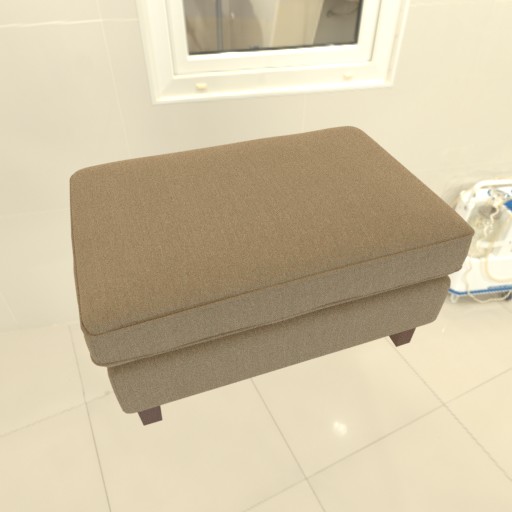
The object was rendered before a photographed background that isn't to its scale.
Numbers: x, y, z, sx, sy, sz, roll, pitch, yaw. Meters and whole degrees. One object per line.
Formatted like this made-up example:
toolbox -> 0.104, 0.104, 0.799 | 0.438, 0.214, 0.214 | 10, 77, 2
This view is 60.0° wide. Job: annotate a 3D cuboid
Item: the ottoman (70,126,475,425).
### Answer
ottoman -> 0.000, 0.000, 1.291 | 0.945, 0.521, 0.636 | -13, 44, -14
